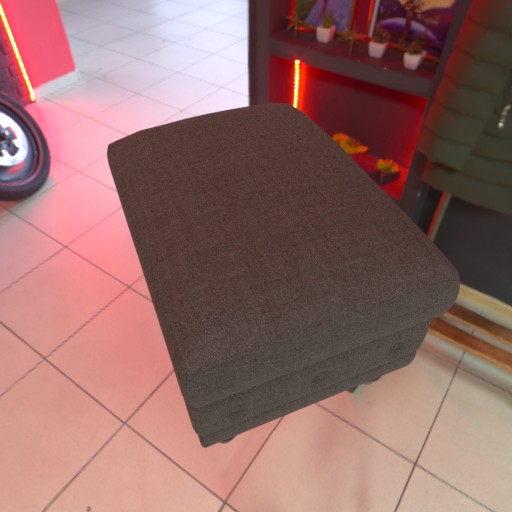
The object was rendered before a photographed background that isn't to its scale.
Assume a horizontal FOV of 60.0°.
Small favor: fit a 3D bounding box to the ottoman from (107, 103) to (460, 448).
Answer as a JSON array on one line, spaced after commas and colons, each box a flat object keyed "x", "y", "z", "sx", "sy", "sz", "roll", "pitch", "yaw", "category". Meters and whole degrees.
[{"x": 0.000, "y": 0.000, "z": 1.198, "sx": 0.599, "sy": 0.555, "sz": 0.809, "roll": -16, "pitch": 48, "yaw": -16, "category": "ottoman"}]
